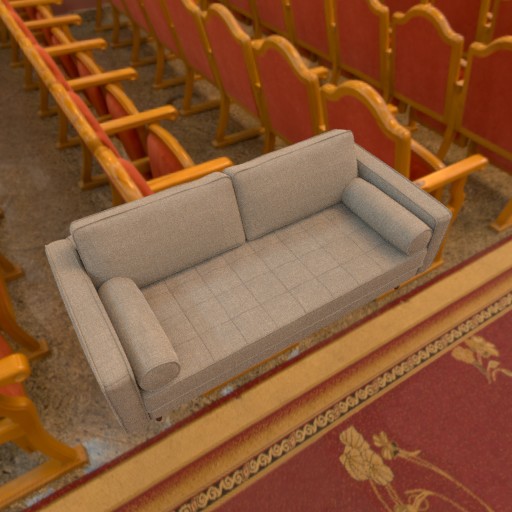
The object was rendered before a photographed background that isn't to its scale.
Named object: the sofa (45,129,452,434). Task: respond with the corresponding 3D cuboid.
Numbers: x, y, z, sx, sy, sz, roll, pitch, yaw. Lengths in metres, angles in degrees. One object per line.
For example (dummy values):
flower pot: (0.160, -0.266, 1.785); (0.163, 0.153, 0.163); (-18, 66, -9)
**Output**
sofa: (0.000, 0.000, 2.330); (1.879, 0.762, 0.914); (-24, 51, -21)
